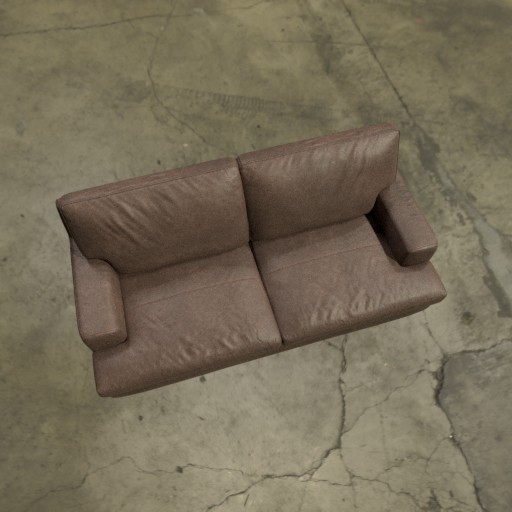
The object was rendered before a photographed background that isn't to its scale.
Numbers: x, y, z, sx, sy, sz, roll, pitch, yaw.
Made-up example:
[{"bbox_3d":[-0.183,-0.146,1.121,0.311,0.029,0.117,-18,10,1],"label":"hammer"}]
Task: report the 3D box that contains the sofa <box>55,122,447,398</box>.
[{"bbox_3d":[0.000,0.000,2.794,2.261,0.941,1.143,-14,63,-7],"label":"sofa"}]
